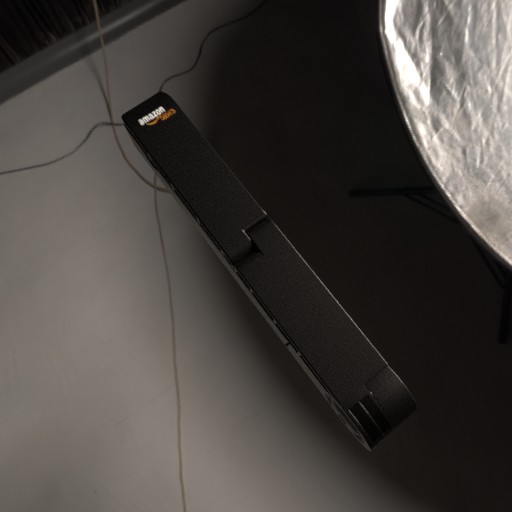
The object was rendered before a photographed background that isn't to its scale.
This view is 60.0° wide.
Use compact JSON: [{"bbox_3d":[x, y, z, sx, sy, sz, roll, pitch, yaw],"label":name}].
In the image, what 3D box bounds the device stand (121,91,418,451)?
[{"bbox_3d":[0.000,0.000,0.194,0.026,0.030,0.179,-36,77,-9],"label":"device stand"}]
